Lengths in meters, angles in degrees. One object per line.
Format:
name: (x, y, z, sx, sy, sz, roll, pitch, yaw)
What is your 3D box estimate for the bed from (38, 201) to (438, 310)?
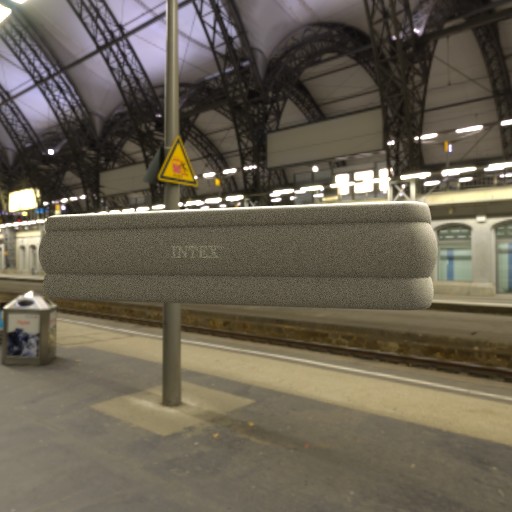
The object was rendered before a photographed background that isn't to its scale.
bed: (0.000, 0.000, 2.695, 2.036, 0.460, 1.520, 0, -1, 18)
